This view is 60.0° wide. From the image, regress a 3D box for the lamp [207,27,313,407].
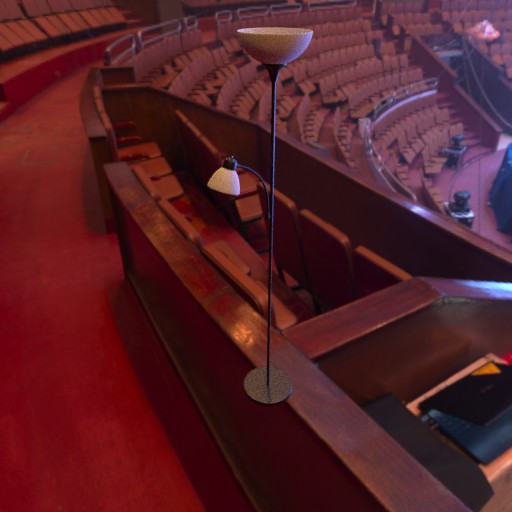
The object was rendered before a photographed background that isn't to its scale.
[{"bbox_3d":[0.000,0.000,1.994,0.442,1.804,0.279,-22,38,-32],"label":"lamp"}]
